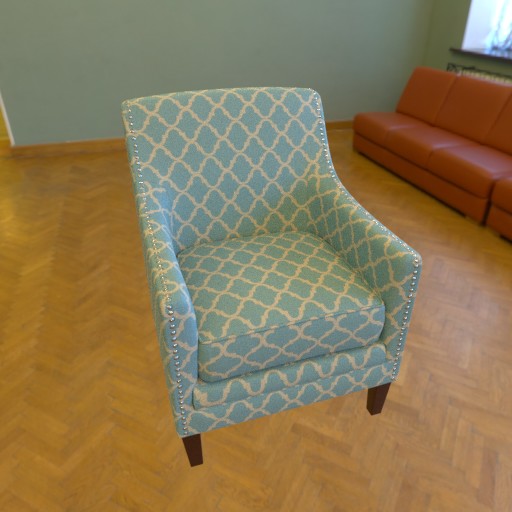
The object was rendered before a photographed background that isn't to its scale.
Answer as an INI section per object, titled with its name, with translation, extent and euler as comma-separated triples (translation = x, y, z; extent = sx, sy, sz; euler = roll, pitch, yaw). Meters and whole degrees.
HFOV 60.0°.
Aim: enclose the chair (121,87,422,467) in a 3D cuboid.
[chair]
translation = 0.000, 0.000, 1.290
extent = 0.617, 0.817, 0.686
euler = -9, 32, -15
